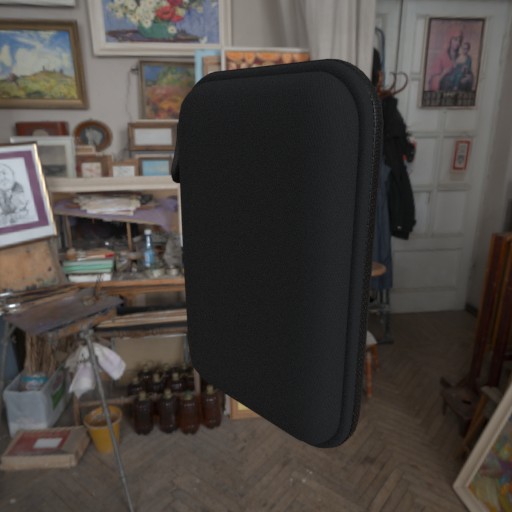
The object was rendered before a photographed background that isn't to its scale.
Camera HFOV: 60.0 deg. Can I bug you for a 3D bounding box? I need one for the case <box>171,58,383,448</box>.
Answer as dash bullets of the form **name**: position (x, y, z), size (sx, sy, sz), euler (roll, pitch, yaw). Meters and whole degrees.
- **case**: position (0.000, 0.000, 0.187), size (0.030, 0.147, 0.107), euler (-16, 23, -42)
